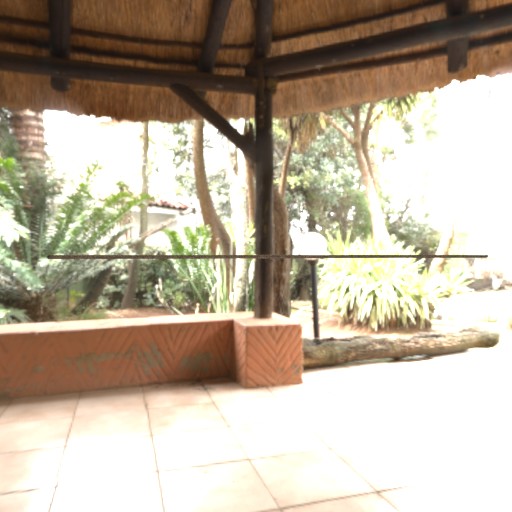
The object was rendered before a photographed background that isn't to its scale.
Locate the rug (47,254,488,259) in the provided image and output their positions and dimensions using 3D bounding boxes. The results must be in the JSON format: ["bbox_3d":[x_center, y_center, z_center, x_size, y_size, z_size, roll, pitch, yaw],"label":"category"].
[{"bbox_3d":[0.000,0.000,2.307,1.832,0.016,1.224,0,0,-18],"label":"rug"}]
